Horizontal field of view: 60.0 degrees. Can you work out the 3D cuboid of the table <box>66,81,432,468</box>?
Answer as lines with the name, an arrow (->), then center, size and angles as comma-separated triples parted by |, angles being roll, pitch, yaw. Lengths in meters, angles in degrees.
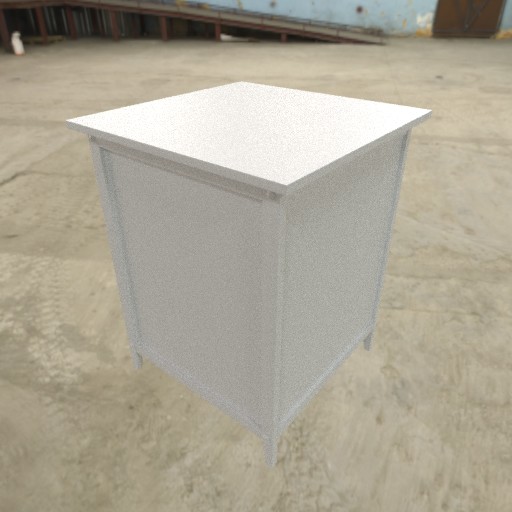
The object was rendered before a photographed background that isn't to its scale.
table -> 0.000, 0.000, 0.772 | 0.381, 0.483, 0.381 | 23, 38, 32
